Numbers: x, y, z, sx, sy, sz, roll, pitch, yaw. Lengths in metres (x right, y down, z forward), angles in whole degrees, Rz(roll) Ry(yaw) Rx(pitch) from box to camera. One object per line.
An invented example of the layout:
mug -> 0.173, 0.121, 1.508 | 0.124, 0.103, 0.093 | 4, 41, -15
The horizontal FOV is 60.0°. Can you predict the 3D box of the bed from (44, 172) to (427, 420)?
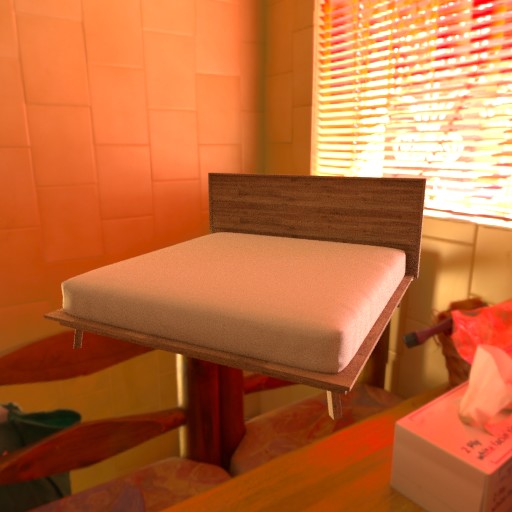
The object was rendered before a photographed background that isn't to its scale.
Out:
bed -> 0.000, 0.000, 3.354 | 2.116, 1.100, 2.167 | 7, 15, 26
